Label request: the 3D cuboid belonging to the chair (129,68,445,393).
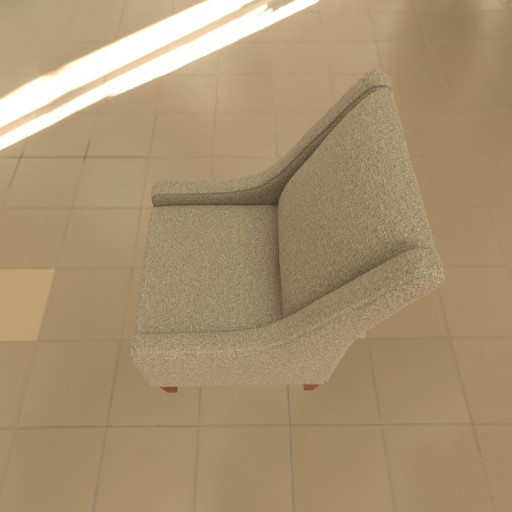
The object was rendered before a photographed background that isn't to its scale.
[{"bbox_3d":[0.000,0.000,1.607,0.870,1.016,0.774,-1,58,-1],"label":"chair"}]
